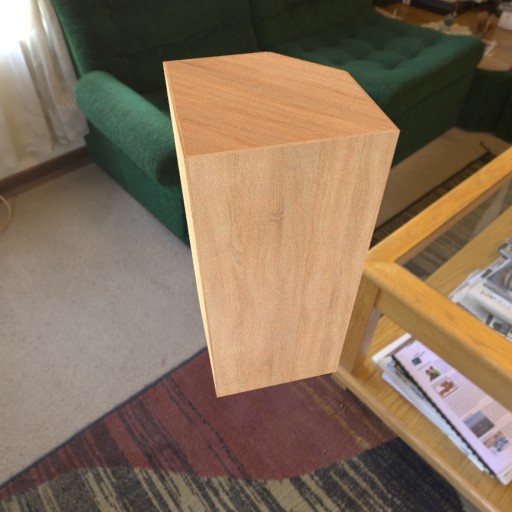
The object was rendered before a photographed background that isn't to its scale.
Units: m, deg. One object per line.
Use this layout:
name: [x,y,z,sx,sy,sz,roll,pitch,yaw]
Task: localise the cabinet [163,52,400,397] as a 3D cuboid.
cabinet: [0.000,0.000,2.866,1.327,2.120,1.094,24,51,21]
